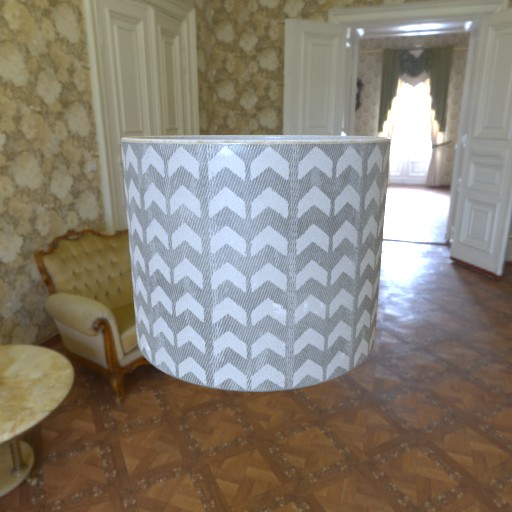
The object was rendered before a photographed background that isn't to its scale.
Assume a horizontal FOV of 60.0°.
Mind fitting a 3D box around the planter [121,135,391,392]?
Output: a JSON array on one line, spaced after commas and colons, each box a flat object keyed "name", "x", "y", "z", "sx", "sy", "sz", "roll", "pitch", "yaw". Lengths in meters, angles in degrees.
[{"name": "planter", "x": 0.000, "y": 0.000, "z": 0.460, "sx": 0.250, "sy": 0.239, "sz": 0.250, "roll": 0, "pitch": 16, "yaw": 0}]
